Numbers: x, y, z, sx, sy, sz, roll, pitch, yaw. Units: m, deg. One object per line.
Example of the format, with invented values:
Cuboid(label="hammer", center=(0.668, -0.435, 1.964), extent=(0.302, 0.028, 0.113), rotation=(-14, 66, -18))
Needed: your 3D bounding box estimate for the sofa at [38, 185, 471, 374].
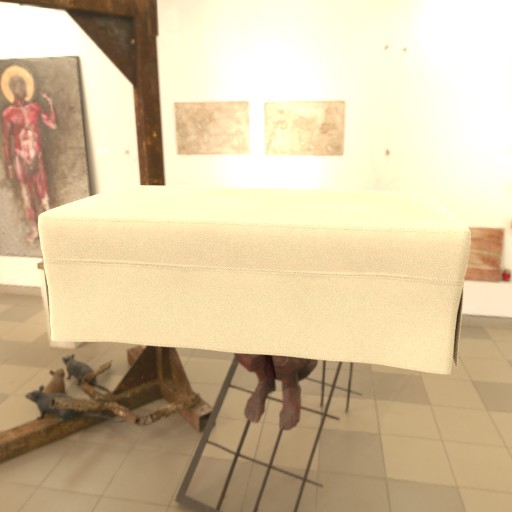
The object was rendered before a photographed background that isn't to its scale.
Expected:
Cuboid(label="sofa", center=(0.000, 0.000, 2.082), extent=(1.677, 0.552, 0.939), rotation=(3, 17, 9))
